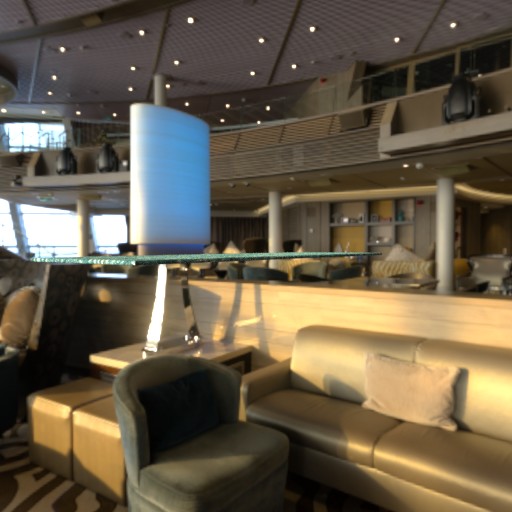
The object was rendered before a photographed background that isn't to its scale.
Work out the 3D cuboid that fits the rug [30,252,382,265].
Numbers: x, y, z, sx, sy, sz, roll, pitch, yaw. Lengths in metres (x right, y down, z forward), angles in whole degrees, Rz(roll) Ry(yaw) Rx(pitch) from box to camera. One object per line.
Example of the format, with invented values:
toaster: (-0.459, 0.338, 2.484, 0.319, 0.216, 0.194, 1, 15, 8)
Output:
rug: (0.000, 0.000, 2.575, 0.676, 0.016, 2.286, 1, 1, 36)
